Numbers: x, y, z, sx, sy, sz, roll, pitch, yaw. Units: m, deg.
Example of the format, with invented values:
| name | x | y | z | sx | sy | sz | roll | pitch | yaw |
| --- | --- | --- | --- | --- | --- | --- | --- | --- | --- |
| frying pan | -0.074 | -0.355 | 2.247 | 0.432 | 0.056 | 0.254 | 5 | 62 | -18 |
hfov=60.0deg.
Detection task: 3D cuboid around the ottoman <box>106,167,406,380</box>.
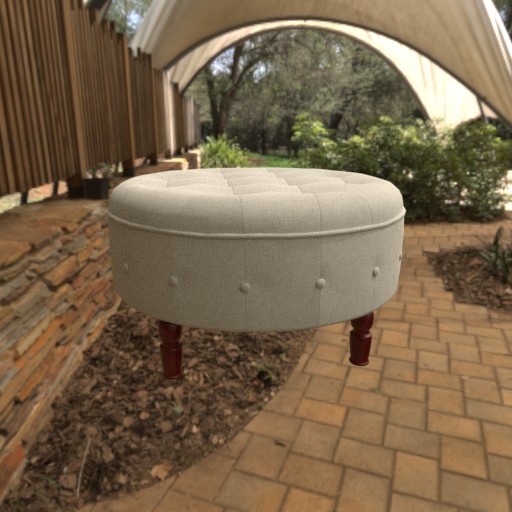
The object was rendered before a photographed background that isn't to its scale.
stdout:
| name | x | y | z | sx | sy | sz | roll | pitch | yaw |
| --- | --- | --- | --- | --- | --- | --- | --- | --- | --- |
| ottoman | 0.000 | 0.000 | 1.367 | 0.850 | 0.483 | 0.850 | 0 | 16 | 0 |
